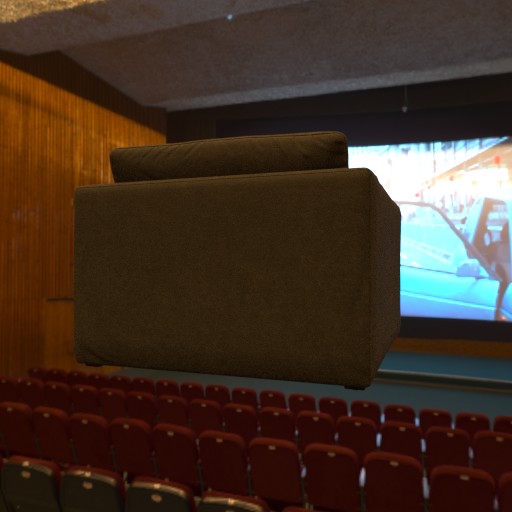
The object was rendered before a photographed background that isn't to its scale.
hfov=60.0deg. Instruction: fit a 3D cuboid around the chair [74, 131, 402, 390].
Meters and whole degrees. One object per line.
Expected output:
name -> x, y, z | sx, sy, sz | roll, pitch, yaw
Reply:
chair -> 0.000, 0.000, 1.921 | 1.190, 0.845, 1.091 | 0, -1, 18
